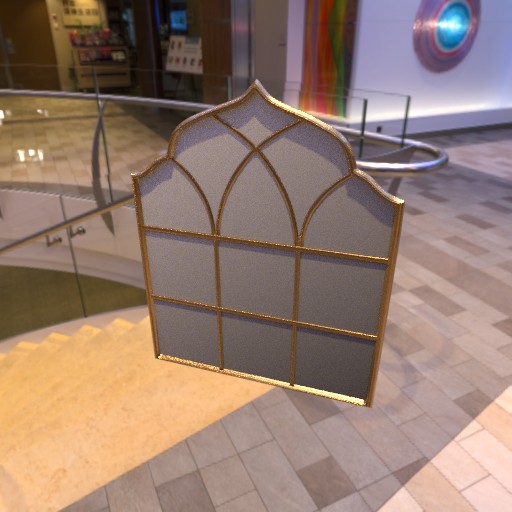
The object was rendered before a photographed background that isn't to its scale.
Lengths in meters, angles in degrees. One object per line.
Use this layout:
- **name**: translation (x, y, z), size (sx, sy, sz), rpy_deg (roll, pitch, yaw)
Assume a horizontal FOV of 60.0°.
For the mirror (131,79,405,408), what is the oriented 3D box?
- **mirror**: translation (0.000, 0.000, 0.855), size (0.513, 0.635, 0.018), rpy_deg (8, 28, 16)
